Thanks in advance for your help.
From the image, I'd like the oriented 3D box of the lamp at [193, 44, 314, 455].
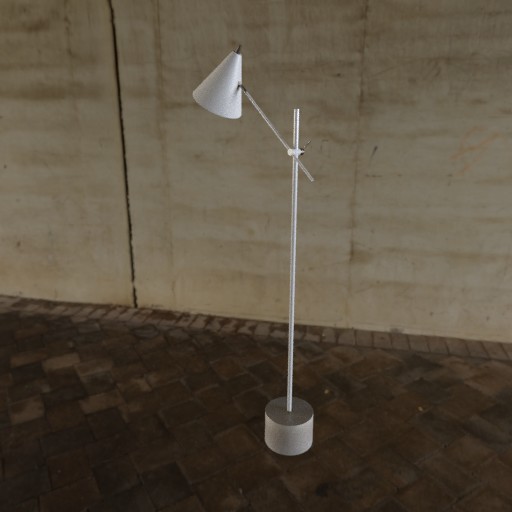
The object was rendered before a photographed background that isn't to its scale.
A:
[{"bbox_3d":[0.000,0.000,1.628,0.508,1.430,0.223,16,23,43],"label":"lamp"}]
